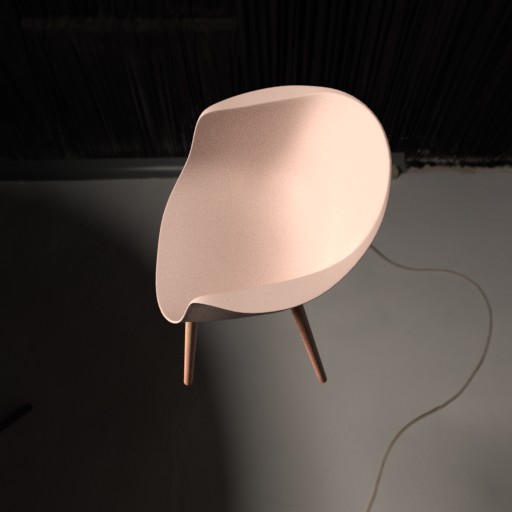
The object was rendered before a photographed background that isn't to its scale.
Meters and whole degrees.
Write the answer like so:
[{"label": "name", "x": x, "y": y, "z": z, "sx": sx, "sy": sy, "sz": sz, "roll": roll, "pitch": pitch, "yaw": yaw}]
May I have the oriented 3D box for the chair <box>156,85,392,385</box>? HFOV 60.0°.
[{"label": "chair", "x": 0.000, "y": 0.000, "z": 1.166, "sx": 0.504, "sy": 0.781, "sz": 0.593, "roll": -2, "pitch": 58, "yaw": -1}]
